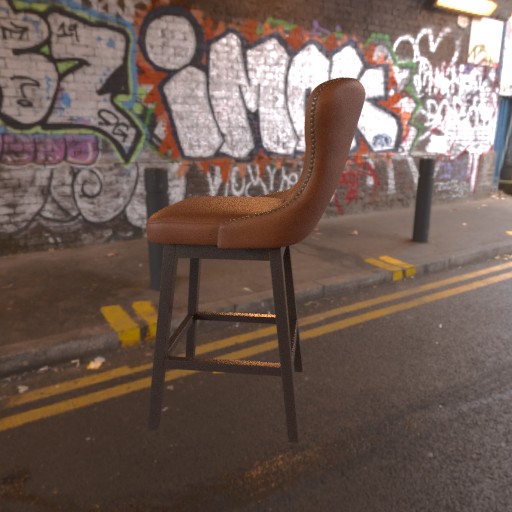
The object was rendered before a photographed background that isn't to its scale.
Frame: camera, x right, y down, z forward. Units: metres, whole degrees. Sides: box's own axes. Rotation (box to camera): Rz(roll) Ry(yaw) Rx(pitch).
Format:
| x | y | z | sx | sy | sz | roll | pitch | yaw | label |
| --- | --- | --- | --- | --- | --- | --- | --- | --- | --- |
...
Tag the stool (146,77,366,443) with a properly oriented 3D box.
| x | y | z | sx | sy | sz | roll | pitch | yaw | label |
| --- | --- | --- | --- | --- | --- | --- | --- | --- | --- |
| 0.000 | 0.000 | 1.351 | 0.593 | 0.971 | 0.528 | 2 | 15 | 7 | stool |
